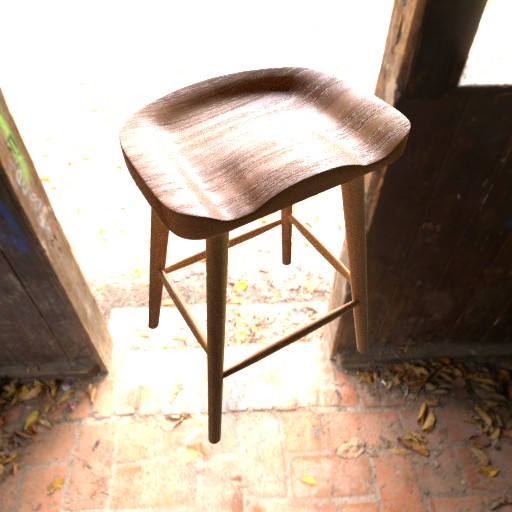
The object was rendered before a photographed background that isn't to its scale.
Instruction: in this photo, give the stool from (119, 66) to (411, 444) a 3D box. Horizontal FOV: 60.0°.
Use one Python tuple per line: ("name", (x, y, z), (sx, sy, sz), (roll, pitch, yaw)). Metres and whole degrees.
("stool", (0.000, 0.000, 0.892), (0.440, 0.615, 0.361), (-24, 52, -20))
